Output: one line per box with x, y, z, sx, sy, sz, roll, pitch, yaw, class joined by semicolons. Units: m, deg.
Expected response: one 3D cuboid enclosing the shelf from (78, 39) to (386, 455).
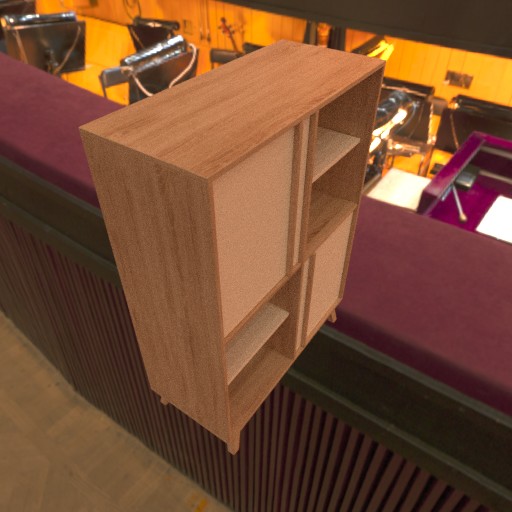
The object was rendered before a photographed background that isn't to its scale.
0.000;0.000;1.843;0.450;1.390;1.000;25;47;26;shelf
